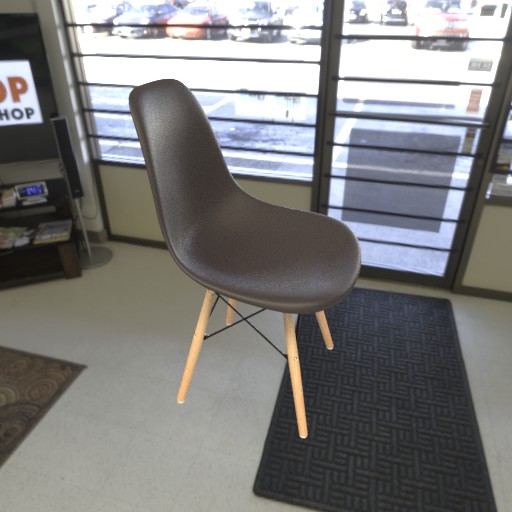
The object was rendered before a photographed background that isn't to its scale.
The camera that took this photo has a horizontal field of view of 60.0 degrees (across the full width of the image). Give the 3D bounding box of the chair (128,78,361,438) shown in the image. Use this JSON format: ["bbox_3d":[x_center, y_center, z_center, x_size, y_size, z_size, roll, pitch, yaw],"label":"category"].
[{"bbox_3d":[0.000,0.000,1.155,0.533,0.825,0.470,10,32,17],"label":"chair"}]
